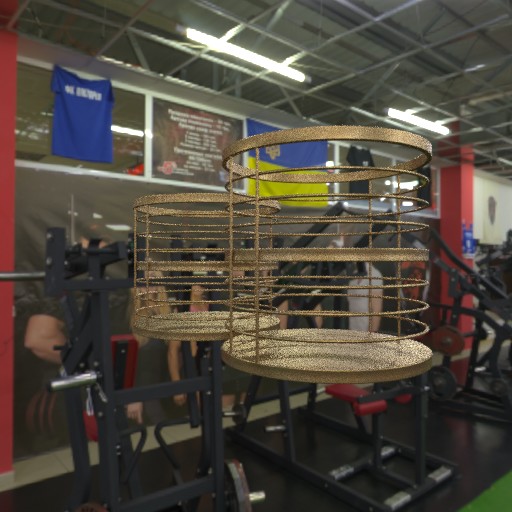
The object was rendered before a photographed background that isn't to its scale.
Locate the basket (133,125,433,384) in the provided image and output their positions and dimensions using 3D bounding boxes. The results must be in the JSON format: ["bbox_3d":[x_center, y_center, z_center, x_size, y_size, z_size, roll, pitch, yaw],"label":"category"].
[{"bbox_3d":[0.000,0.000,0.933,0.356,0.351,0.746,0,0,-37],"label":"basket"}]
